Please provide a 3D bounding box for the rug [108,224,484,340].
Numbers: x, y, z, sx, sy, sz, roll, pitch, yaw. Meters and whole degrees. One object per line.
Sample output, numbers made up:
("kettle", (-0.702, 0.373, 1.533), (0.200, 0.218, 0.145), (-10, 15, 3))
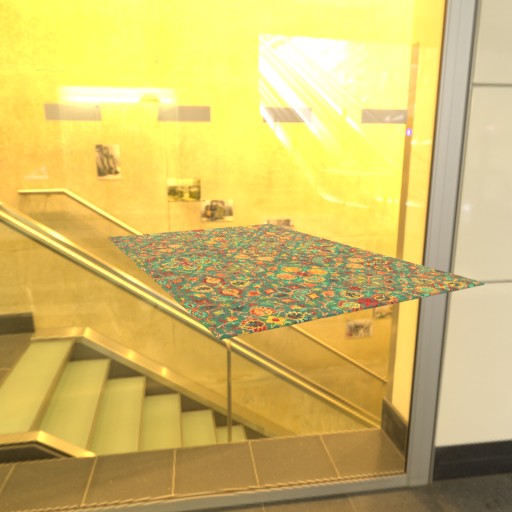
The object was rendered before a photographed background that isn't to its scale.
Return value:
("rug", (0.000, 0.000, 2.977), (1.527, 0.016, 2.290), (-7, 15, -27))
